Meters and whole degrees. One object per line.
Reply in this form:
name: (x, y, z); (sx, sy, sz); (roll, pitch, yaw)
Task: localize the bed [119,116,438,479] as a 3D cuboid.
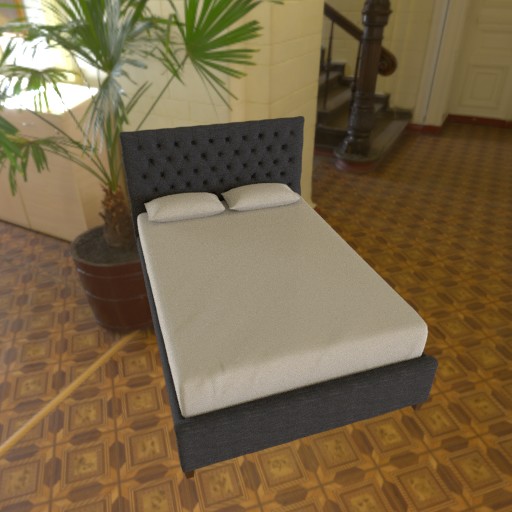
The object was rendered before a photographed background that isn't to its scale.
bed: (0.000, 0.000, 3.400); (1.698, 1.427, 2.387); (-10, 33, -15)
